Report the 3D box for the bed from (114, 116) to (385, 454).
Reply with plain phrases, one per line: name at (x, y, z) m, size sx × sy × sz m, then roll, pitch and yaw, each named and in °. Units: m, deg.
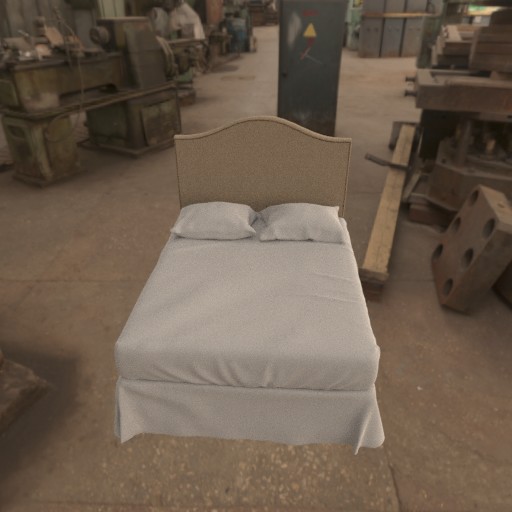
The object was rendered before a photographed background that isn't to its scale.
bed at (0.000, 0.000, 3.405) m, size 1.876 × 1.645 × 2.221 m, roll 2°, pitch 31°, yaw 3°
